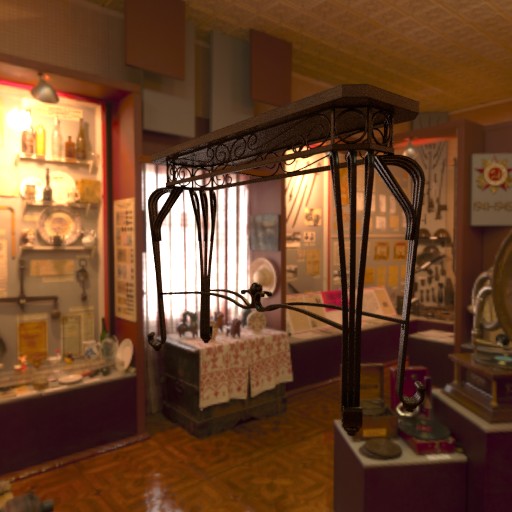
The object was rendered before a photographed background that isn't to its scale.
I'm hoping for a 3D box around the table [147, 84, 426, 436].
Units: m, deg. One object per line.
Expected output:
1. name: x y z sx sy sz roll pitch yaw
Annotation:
1. table: 0.000 0.000 1.490 0.329 0.800 1.112 -1 2 -38
